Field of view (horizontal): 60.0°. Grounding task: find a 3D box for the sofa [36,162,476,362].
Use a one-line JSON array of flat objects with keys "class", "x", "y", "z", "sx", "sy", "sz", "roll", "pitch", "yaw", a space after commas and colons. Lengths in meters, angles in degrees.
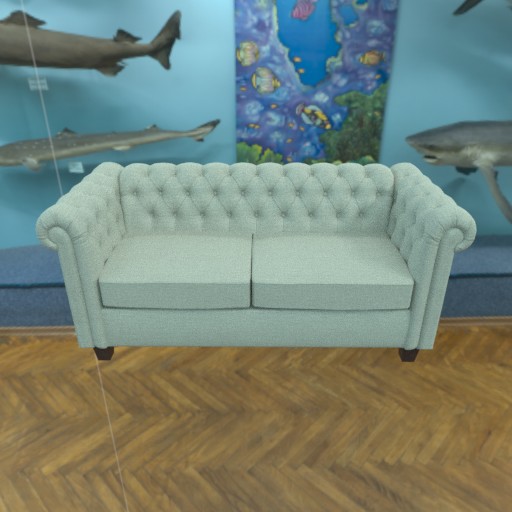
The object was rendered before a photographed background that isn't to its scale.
[{"class": "sofa", "x": 0.000, "y": 0.000, "z": 2.258, "sx": 1.798, "sy": 0.797, "sz": 0.783, "roll": 0, "pitch": 27, "yaw": 0}]
